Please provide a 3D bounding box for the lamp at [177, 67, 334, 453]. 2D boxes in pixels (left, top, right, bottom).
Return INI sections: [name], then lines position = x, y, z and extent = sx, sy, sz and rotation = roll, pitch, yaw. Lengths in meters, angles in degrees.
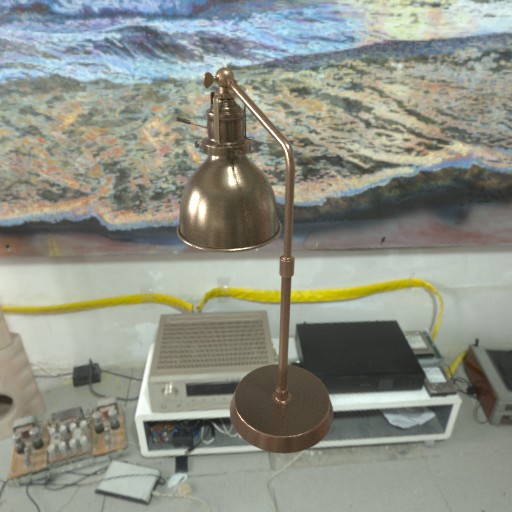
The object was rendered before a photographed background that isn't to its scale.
[lamp]
position = 0.000, 0.000, 0.594
extent = 0.153, 0.456, 0.286
rotation = -18, 34, -30
